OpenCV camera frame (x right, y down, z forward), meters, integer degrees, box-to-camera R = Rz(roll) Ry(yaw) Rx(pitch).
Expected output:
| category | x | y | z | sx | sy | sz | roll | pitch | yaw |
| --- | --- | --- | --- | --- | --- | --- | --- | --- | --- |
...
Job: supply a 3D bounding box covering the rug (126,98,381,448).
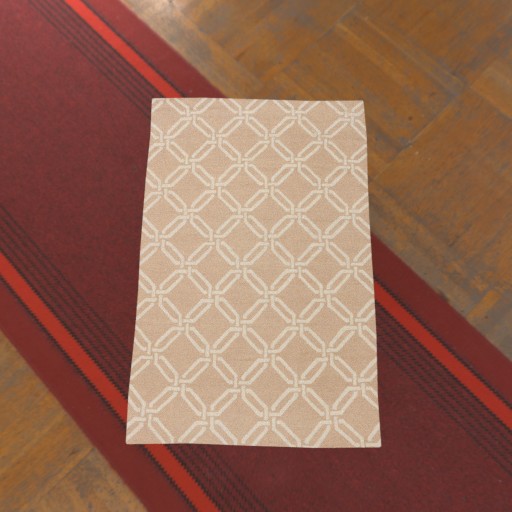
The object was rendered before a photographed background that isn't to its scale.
| category | x | y | z | sx | sy | sz | roll | pitch | yaw |
| --- | --- | --- | --- | --- | --- | --- | --- | --- | --- |
| rug | 0.000 | 0.000 | 2.174 | 1.146 | 0.010 | 1.745 | 1 | 76 | 0 |
